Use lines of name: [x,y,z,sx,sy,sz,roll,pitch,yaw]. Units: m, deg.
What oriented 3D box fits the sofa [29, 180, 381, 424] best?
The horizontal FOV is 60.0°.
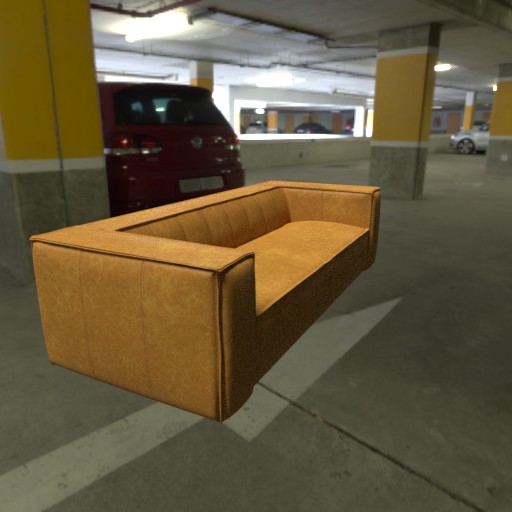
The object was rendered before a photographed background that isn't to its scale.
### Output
sofa: [0.000,0.000,2.963,1.102,0.701,2.581,8,18,27]
